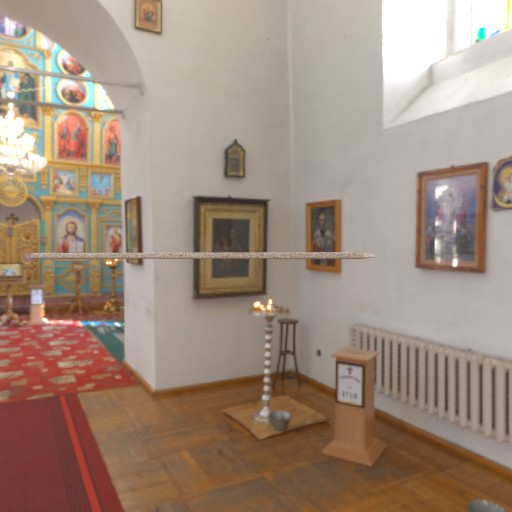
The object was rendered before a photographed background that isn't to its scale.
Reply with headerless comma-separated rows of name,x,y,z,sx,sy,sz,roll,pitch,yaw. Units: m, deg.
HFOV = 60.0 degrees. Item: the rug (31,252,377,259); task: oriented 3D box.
rug,0.000,0.000,3.479,1.778,0.030,2.743,0,0,16
